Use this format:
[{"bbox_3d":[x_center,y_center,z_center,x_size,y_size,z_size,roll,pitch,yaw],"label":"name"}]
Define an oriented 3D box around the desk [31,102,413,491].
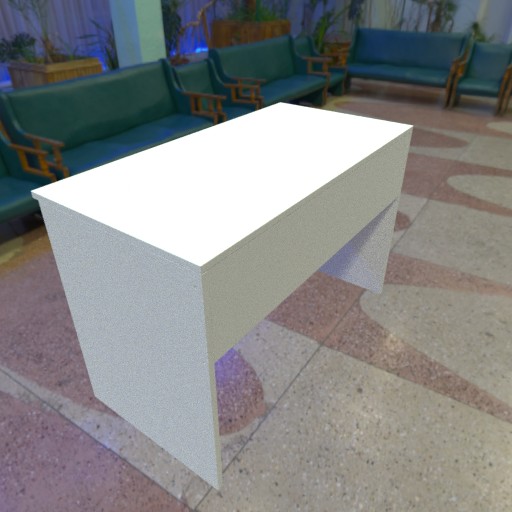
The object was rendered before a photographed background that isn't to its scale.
[{"bbox_3d":[0.000,0.000,1.514,0.560,0.730,1.100,22,38,30],"label":"desk"}]
